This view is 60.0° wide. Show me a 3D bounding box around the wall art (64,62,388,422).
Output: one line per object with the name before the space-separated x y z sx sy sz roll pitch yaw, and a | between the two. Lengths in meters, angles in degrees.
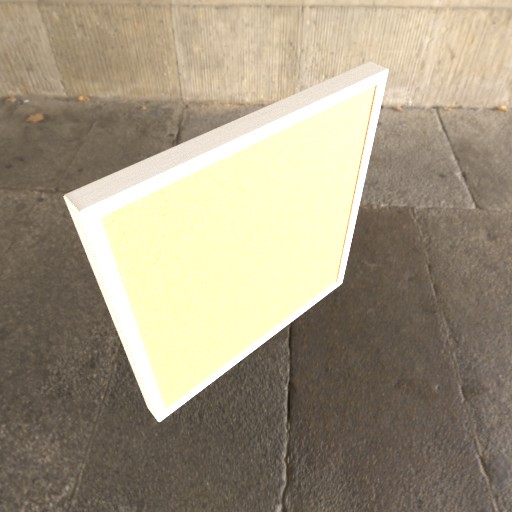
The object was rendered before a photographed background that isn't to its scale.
wall art | 0.000 0.000 0.755 0.508 0.508 0.038 -32 54 -27
